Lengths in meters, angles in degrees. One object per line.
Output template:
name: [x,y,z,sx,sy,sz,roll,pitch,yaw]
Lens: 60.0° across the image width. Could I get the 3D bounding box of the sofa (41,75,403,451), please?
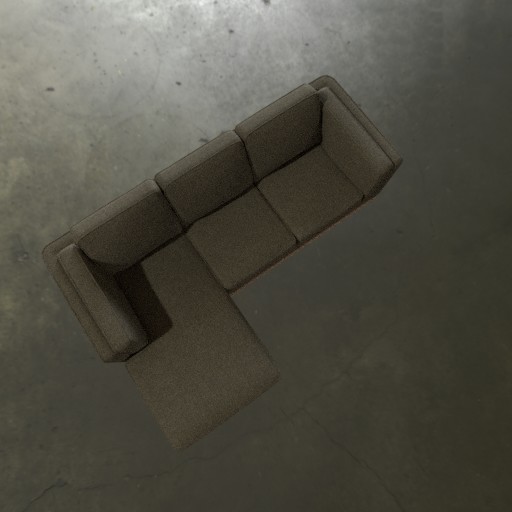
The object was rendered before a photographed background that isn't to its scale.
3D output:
sofa: [0.000,0.000,3.172,2.411,0.929,1.604,-34,78,-8]
